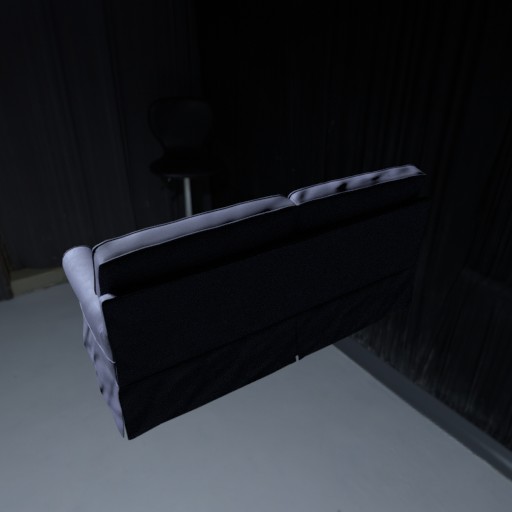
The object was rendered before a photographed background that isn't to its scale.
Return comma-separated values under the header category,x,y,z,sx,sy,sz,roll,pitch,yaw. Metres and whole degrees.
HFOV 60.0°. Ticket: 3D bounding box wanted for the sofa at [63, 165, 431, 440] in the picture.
category,x,y,z,sx,sy,sz,roll,pitch,yaw
sofa,0.000,0.000,2.919,2.256,1.094,0.983,-18,33,-29
